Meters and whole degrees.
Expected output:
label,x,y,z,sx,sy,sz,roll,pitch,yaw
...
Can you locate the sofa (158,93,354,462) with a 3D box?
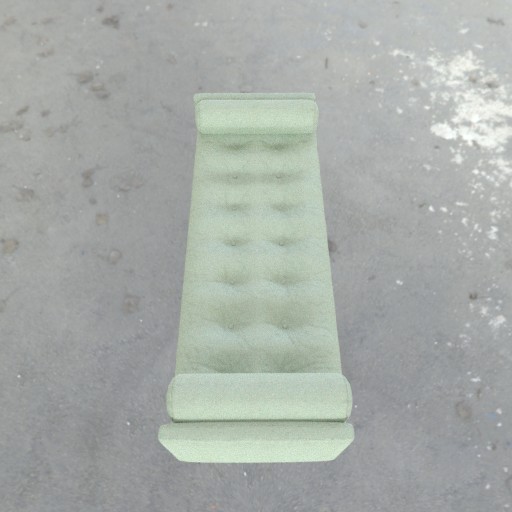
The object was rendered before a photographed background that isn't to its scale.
label,x,y,z,sx,sy,sz,roll,pitch,yaw
sofa,0.000,0.000,2.521,0.796,0.705,2.102,0,58,0
